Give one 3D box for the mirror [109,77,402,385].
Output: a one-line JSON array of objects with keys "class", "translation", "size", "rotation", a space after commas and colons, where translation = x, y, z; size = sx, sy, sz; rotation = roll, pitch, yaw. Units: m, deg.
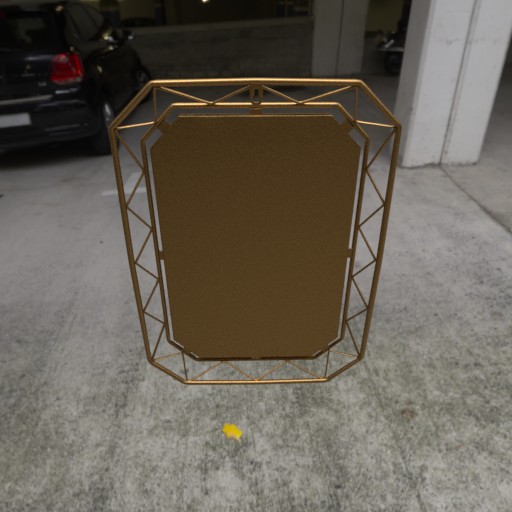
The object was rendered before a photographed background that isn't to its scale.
[{"class": "mirror", "translation": [0.000, 0.000, 0.742], "size": [0.417, 0.566, 0.042], "rotation": [-1, 31, -1]}]
